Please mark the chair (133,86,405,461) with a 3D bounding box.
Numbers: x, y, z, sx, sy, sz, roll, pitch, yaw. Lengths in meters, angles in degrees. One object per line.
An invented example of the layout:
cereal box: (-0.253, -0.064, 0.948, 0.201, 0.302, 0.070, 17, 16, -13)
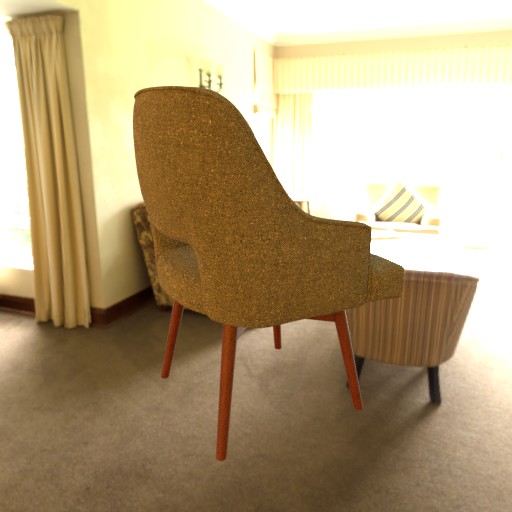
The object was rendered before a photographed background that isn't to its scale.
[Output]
chair: (0.000, 0.000, 1.281, 0.629, 0.875, 0.608, -8, 16, -28)
